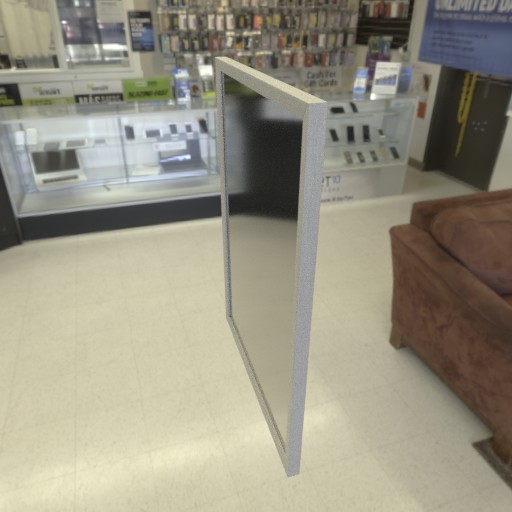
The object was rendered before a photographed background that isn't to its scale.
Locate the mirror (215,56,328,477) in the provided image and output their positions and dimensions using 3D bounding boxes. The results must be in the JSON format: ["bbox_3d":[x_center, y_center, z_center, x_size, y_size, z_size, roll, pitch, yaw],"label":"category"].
[{"bbox_3d":[0.000,0.000,1.320,0.040,1.016,0.762,-8,31,-14],"label":"mirror"}]
